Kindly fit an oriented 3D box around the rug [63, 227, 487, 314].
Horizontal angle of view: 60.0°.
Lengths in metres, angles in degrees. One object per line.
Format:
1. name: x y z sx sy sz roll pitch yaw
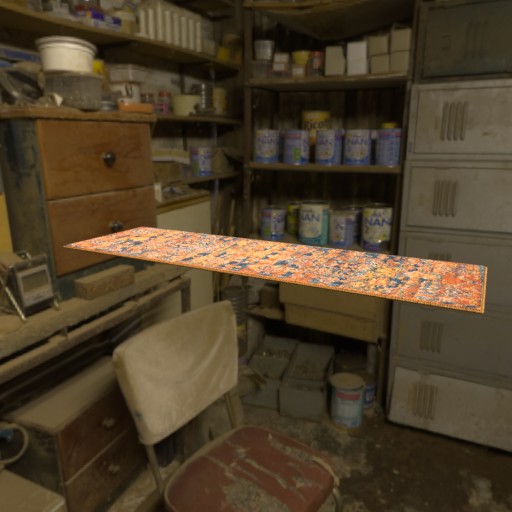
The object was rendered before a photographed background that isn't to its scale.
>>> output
1. rug: 0.000 0.000 1.962 1.820 0.013 0.556 8 16 27
